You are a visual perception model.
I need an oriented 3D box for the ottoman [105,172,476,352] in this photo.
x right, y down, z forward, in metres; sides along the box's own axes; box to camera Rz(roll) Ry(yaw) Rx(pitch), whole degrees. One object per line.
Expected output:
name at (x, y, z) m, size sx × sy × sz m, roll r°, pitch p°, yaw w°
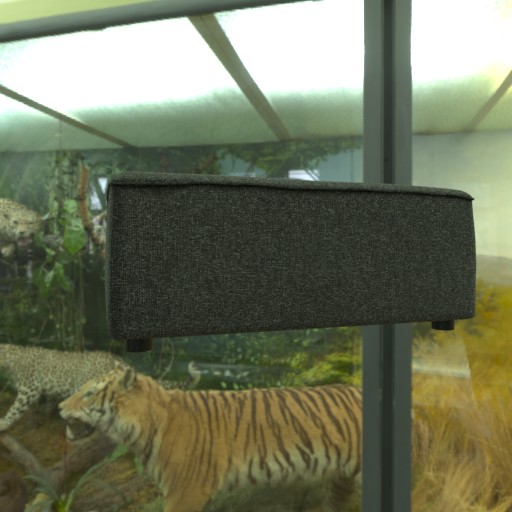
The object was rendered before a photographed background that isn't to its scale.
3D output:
ottoman at (0.000, 0.000, 1.569) m, size 1.017 × 0.423 × 1.021 m, roll 0°, pitch 1°, yaw -18°
